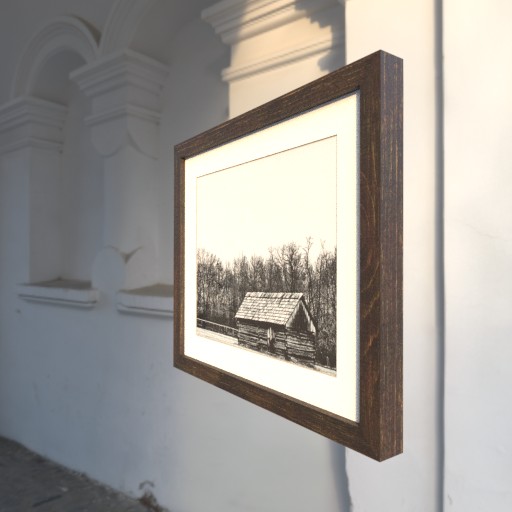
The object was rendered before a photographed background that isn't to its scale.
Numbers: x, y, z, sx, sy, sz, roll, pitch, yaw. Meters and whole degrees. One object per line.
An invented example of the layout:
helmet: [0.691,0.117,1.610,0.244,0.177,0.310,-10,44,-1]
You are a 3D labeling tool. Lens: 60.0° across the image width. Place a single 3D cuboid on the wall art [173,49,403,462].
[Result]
wall art: [0.000,0.000,0.518,0.031,0.330,0.381,0,0,-36]
